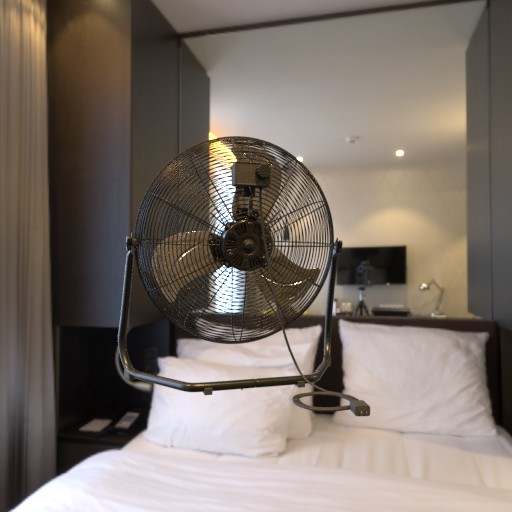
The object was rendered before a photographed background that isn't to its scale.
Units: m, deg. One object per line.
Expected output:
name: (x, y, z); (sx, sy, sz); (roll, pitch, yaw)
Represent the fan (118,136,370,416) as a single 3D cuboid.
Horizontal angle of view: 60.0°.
fan: (0.000, 0.000, 1.002); (0.595, 0.605, 0.470); (1, -2, -17)
